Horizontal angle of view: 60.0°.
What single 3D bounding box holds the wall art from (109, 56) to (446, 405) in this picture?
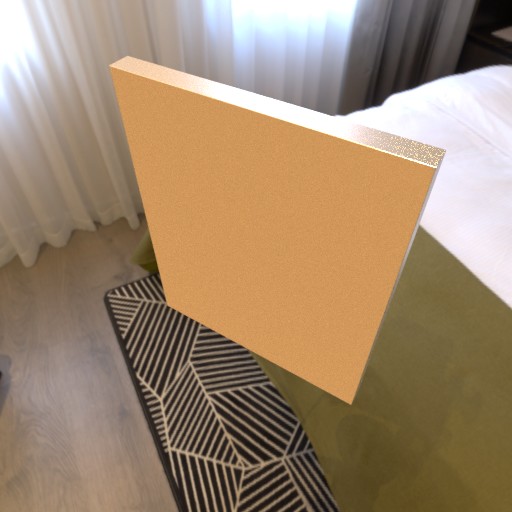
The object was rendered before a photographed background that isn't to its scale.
[{"bbox_3d":[0.000,0.000,0.741,0.452,0.549,0.038,24,51,21],"label":"wall art"}]
